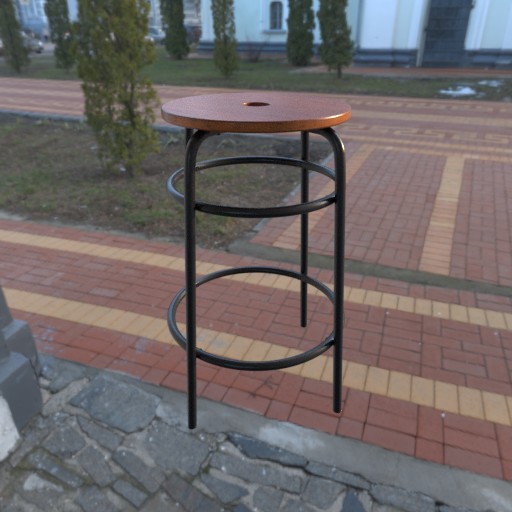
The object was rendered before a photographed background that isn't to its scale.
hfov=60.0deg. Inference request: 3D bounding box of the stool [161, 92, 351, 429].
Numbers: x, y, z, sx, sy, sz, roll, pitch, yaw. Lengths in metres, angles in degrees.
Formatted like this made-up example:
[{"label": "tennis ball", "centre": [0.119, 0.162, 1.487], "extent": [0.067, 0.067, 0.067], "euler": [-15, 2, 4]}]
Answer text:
[{"label": "stool", "centre": [0.000, 0.000, 0.931], "extent": [0.455, 0.610, 0.455], "euler": [19, 33, 32]}]
